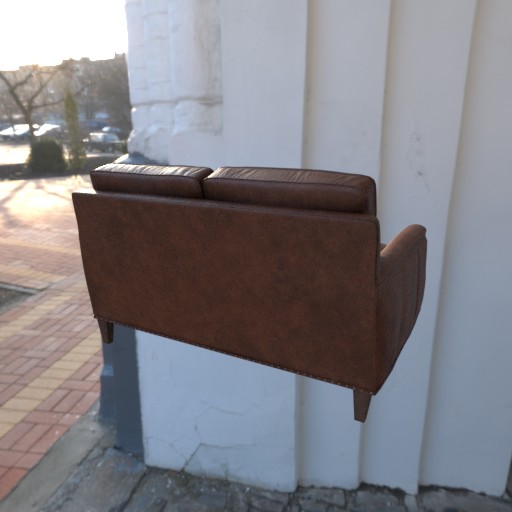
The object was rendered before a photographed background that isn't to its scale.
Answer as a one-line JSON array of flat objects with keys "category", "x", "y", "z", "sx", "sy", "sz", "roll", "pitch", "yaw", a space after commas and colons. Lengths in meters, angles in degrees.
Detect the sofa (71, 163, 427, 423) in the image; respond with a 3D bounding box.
[{"category": "sofa", "x": 0.000, "y": 0.000, "z": 2.371, "sx": 1.628, "sy": 1.003, "sz": 1.083, "roll": 9, "pitch": 18, "yaw": 27}]
